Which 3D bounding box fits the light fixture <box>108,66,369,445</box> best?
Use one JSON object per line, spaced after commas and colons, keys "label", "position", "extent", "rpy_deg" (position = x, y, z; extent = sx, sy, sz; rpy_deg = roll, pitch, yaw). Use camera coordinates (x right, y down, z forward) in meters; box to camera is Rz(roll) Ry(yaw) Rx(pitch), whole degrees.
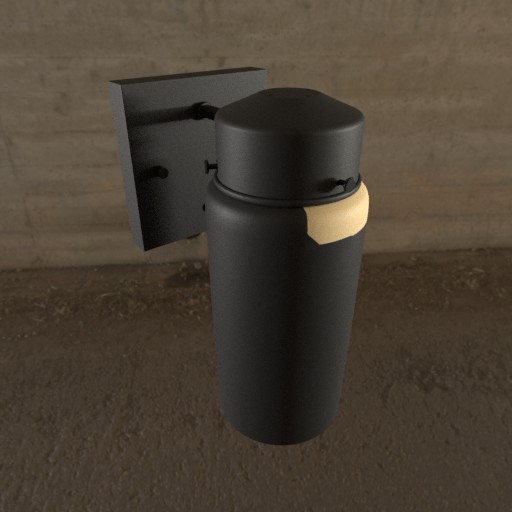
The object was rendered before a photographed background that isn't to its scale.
{"label": "light fixture", "position": [0.000, 0.000, 0.354], "extent": [0.130, 0.257, 0.176], "rpy_deg": [-22, 36, -33]}
